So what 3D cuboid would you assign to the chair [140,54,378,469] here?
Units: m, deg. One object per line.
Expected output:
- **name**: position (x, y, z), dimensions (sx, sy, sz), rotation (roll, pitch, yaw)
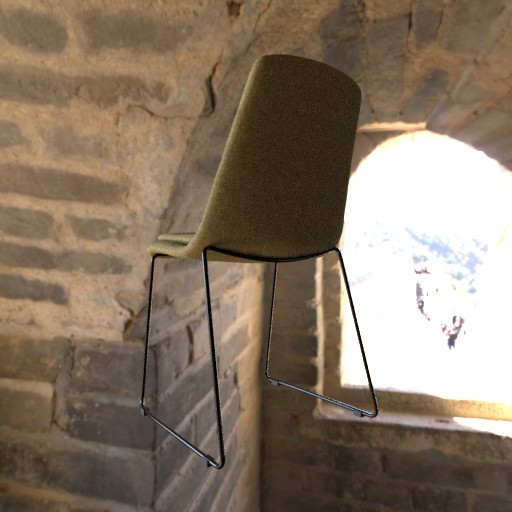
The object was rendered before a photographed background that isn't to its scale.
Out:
- **chair**: position (0.000, 0.000, 1.162), dimensions (0.479, 0.849, 0.496), rotation (0, 1, -36)
